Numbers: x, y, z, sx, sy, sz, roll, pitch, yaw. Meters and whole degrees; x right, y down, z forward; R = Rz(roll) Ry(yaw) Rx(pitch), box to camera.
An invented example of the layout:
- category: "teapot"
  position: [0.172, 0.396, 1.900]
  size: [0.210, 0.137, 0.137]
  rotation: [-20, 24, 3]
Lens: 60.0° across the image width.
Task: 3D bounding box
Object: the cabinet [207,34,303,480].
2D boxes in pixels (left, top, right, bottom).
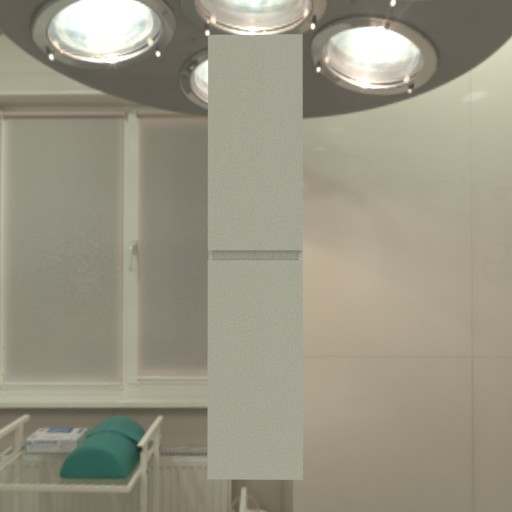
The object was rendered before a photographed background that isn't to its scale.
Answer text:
- category: "cabinet"
  position: [0.000, 0.000, 1.528]
  size: [0.300, 1.400, 0.270]
  rotation: [0, -1, 1]
